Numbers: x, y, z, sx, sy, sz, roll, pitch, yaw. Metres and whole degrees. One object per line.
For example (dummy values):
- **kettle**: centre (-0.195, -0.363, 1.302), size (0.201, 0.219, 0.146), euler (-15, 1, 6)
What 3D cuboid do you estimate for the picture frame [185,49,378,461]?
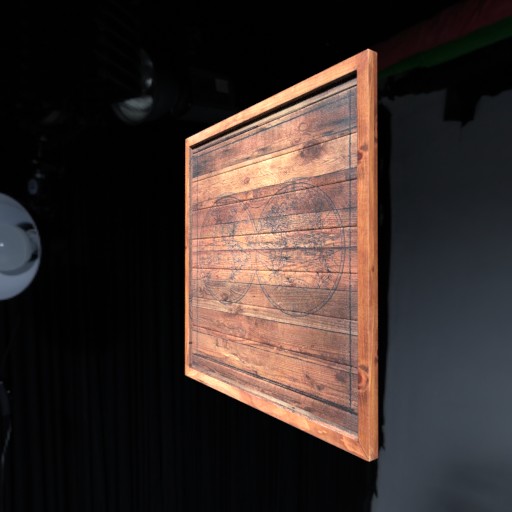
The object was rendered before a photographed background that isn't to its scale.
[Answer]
- **picture frame**: centre (0.000, 0.000, 1.213), size (0.029, 0.817, 0.810), euler (0, -1, -35)
